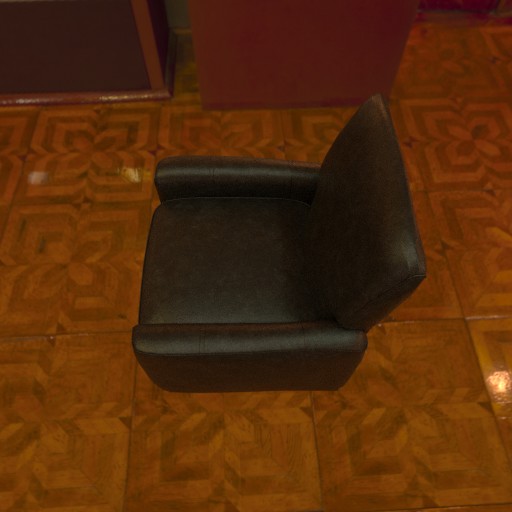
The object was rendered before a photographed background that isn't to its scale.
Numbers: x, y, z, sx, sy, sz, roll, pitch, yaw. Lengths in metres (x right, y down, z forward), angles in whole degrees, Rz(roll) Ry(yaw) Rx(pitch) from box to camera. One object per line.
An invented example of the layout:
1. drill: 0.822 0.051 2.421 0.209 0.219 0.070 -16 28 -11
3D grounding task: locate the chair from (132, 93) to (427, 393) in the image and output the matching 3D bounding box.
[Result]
1. chair: 0.000 0.000 1.655 0.864 1.014 0.848 0 59 0
